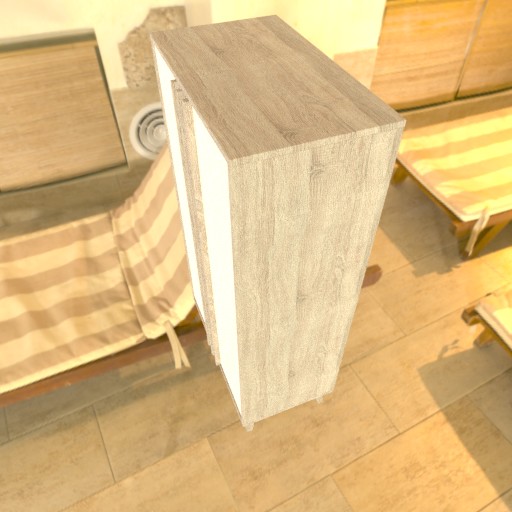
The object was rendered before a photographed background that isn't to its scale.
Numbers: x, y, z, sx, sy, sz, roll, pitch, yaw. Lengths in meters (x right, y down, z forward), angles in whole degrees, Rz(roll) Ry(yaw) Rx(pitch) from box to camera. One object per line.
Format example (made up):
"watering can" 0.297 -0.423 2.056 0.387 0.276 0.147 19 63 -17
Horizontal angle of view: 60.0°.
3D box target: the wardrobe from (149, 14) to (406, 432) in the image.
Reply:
"wardrobe" 0.000 0.000 2.319 0.600 1.960 1.000 -16 49 -15
